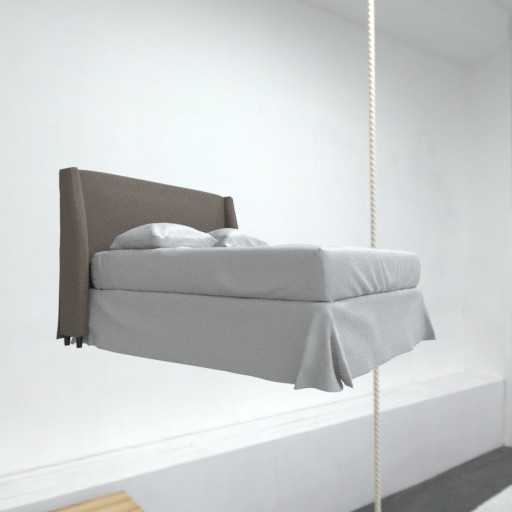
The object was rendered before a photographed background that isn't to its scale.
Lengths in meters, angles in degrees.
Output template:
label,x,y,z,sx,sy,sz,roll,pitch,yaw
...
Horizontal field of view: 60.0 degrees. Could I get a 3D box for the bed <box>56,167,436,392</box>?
label,x,y,z,sx,sy,sz,roll,pitch,yaw
bed,0.000,0.000,3.395,2.276,1.332,1.925,-1,-1,36
